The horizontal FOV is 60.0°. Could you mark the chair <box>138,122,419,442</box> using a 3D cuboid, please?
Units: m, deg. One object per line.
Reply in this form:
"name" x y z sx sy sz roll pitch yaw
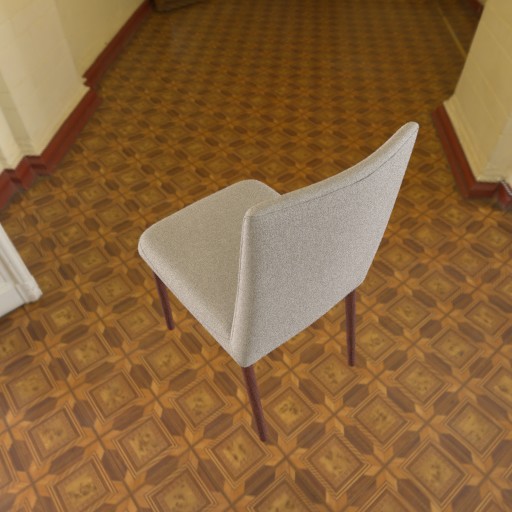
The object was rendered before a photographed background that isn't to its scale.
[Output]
"chair" 0.000 0.000 1.188 0.456 0.859 0.570 -31 54 -26
